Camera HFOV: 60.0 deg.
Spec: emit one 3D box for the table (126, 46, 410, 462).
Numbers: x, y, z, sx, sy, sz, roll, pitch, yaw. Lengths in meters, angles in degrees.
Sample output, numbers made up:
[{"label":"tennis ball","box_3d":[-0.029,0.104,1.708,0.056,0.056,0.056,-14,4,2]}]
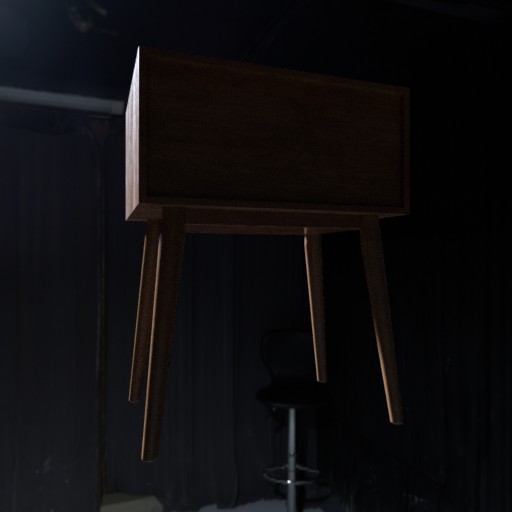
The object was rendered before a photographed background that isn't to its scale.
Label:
[{"label":"table","box_3d":[0.000,0.000,0.834,0.454,0.580,0.307,0,0,-20]}]
